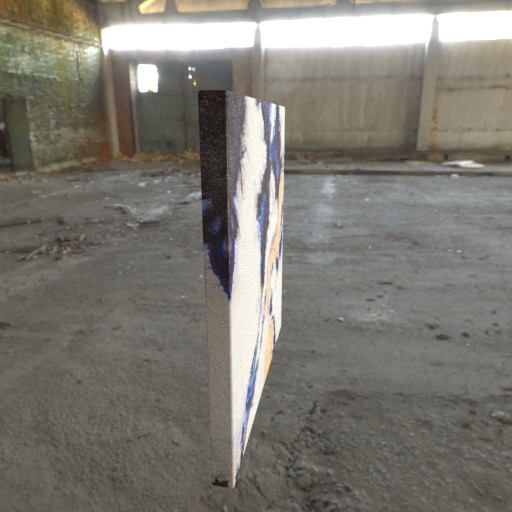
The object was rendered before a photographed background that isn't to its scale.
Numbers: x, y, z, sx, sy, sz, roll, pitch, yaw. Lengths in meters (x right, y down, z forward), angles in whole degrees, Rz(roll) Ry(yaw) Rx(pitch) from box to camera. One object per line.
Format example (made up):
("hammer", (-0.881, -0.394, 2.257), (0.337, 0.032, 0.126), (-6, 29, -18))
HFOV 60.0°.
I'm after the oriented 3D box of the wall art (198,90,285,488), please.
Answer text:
("wall art", (0.000, 0.000, 0.922), (0.039, 0.609, 0.609), (3, 17, 10))
